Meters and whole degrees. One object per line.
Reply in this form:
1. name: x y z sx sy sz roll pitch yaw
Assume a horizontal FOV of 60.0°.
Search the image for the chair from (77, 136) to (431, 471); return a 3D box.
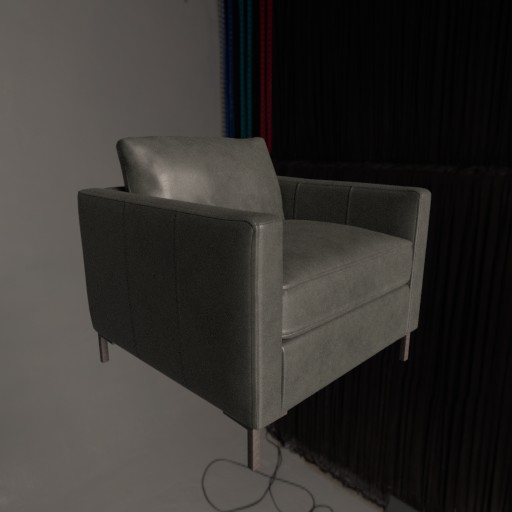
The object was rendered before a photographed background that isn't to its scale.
1. chair: 0.000 0.000 1.501 0.861 0.824 0.967 14 20 43
